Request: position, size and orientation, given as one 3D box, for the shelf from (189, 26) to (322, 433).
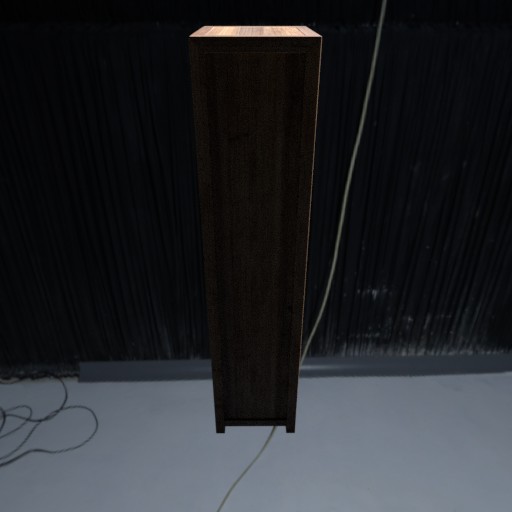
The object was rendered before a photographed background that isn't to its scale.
[{"bbox_3d":[0.000,0.000,2.092,0.428,1.900,0.500,0,31,0],"label":"shelf"}]
